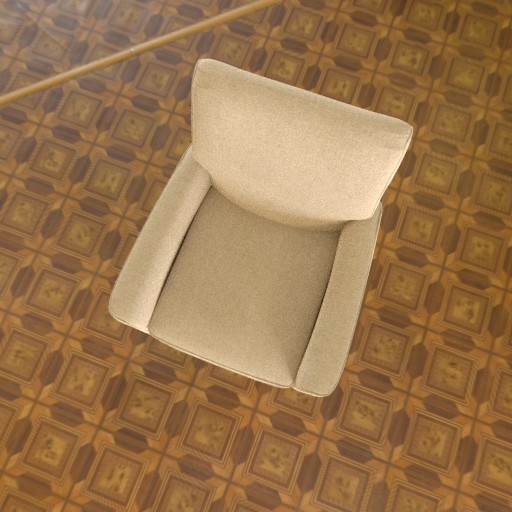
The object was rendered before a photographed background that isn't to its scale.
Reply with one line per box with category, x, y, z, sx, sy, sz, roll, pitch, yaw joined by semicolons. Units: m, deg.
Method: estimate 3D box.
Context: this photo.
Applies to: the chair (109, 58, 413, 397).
chair;0.000;0.000;1.678;0.845;1.023;0.859;20;76;5
